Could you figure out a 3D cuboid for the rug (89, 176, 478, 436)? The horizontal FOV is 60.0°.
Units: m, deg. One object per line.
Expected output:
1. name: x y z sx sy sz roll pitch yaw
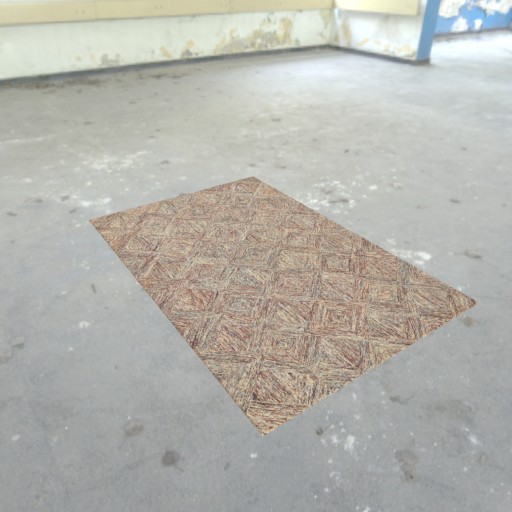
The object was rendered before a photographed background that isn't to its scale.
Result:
1. rug: 0.000 0.000 2.971 1.523 0.019 2.285 -20 38 -29
